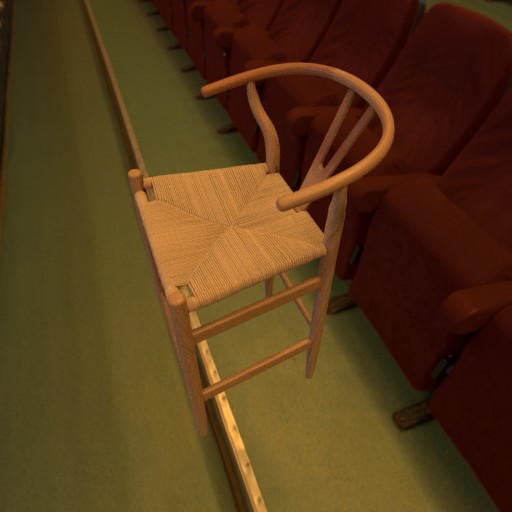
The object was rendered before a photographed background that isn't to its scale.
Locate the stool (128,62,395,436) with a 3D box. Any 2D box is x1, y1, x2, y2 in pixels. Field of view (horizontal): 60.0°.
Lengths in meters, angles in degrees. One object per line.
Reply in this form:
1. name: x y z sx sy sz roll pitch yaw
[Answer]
1. stool: 0.000 0.000 1.282 0.575 0.923 0.536 -15 47 -15
